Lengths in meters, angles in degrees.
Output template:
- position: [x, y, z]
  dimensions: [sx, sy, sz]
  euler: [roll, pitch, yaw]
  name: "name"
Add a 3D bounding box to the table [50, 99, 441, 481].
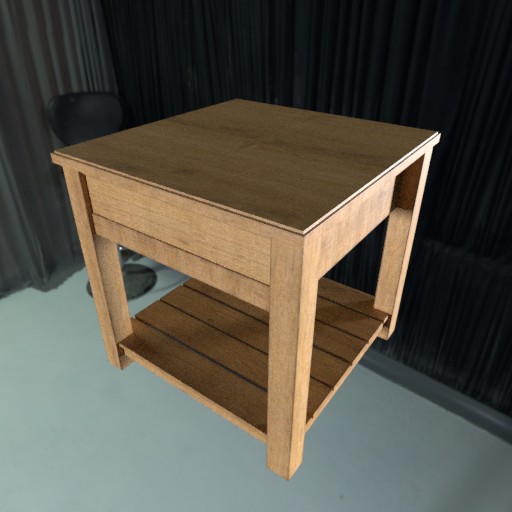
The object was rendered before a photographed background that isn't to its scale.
- position: [0.000, 0.000, 1.123]
  dimensions: [0.612, 0.593, 0.616]
  euler: [21, 37, 30]
  name: "table"
